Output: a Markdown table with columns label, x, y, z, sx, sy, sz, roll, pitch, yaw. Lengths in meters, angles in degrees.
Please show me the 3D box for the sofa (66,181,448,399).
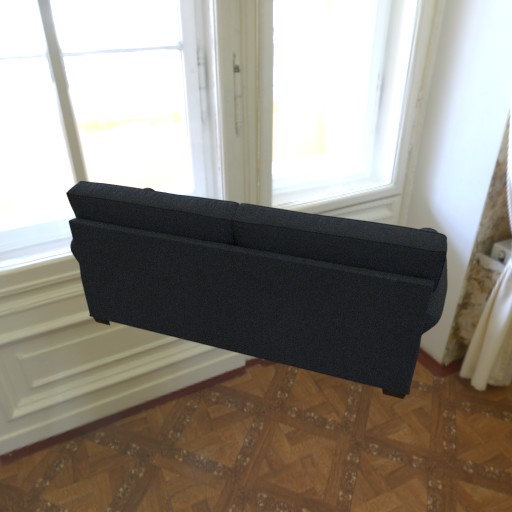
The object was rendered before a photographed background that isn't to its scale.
| label | x | y | z | sx | sy | sz | roll | pitch | yaw |
| --- | --- | --- | --- | --- | --- | --- | --- | --- | --- |
| sofa | 0.000 | 0.000 | 2.996 | 2.391 | 1.026 | 0.954 | 10 | 32 | 16 |
